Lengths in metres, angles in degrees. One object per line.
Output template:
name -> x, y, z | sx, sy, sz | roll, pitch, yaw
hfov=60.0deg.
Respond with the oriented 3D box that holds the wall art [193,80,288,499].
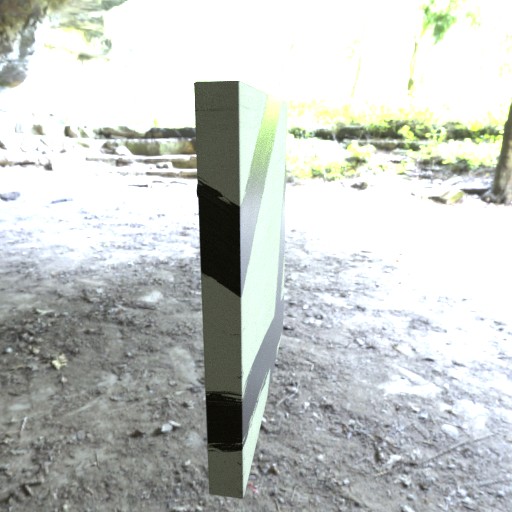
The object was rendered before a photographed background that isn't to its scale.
wall art -> 0.000, 0.000, 0.743 | 0.050, 0.508, 0.507 | 3, 17, 9
